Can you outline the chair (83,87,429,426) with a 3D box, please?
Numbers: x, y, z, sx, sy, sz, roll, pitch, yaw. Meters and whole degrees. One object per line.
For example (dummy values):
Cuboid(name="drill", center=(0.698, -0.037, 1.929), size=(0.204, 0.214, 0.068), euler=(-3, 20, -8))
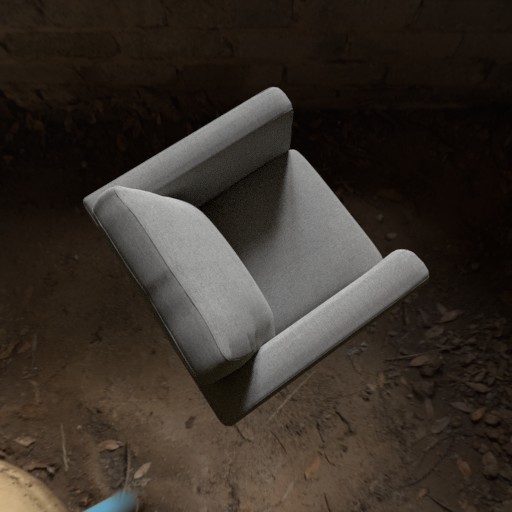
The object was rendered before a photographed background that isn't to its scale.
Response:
Cuboid(name="chair", center=(0.000, 0.000, 1.615), size=(0.800, 0.927, 0.855), euler=(-34, 77, -9))
